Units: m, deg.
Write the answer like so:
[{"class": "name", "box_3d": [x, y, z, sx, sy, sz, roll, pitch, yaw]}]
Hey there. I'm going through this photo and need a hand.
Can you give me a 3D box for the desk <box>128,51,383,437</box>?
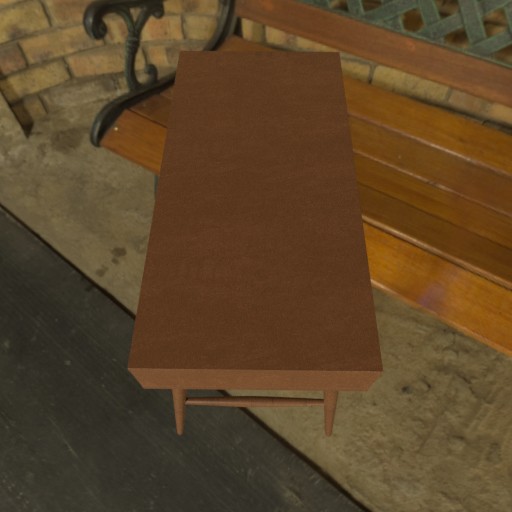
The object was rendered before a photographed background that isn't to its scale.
[{"class": "desk", "box_3d": [0.000, 0.000, 1.382, 0.510, 0.758, 0.949, 1, 59, 0]}]
